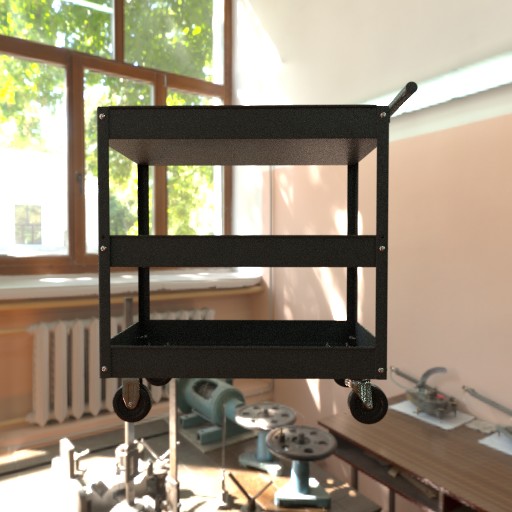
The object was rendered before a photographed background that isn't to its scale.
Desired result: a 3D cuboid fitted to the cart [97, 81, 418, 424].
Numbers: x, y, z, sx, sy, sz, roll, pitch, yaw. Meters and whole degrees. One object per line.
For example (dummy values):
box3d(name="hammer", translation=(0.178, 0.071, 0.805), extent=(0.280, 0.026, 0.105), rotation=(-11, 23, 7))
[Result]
box3d(name="cart", translation=(0.000, 0.000, 1.175), extent=(0.719, 0.780, 0.366), rotation=(0, 2, 1))
